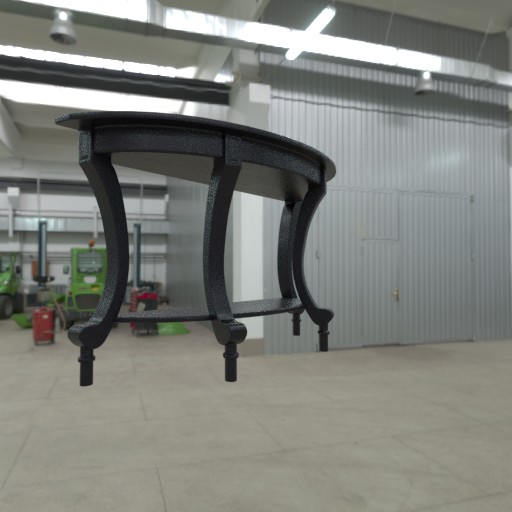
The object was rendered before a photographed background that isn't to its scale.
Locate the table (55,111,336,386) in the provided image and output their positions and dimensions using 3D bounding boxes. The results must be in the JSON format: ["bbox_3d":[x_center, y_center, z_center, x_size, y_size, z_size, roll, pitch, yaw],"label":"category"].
[{"bbox_3d":[0.000,0.000,1.491,0.394,0.692,1.198,-1,-2,37],"label":"table"}]
